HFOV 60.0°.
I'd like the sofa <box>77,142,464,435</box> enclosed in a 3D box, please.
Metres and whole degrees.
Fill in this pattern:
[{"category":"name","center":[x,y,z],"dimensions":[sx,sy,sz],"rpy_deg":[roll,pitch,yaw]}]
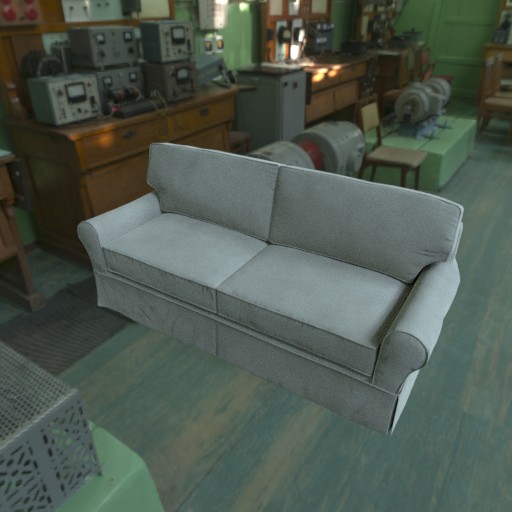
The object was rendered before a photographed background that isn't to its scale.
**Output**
[{"category":"sofa","center":[0.000,0.000,2.717],"dimensions":[2.246,1.014,0.900],"rpy_deg":[18,35,27]}]
